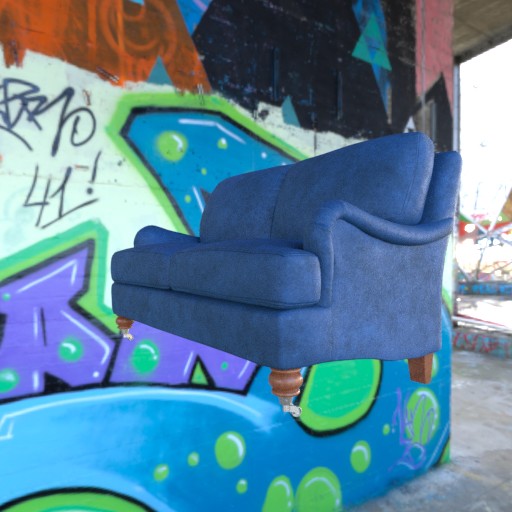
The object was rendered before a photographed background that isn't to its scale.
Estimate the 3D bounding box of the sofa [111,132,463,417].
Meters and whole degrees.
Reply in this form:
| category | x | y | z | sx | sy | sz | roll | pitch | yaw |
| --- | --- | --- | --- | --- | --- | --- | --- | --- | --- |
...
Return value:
| category | x | y | z | sx | sy | sz | roll | pitch | yaw |
| --- | --- | --- | --- | --- | --- | --- | --- | --- | --- |
| sofa | 0.000 | 0.000 | 2.436 | 1.084 | 1.101 | 1.853 | 0 | 0 | -35 |
